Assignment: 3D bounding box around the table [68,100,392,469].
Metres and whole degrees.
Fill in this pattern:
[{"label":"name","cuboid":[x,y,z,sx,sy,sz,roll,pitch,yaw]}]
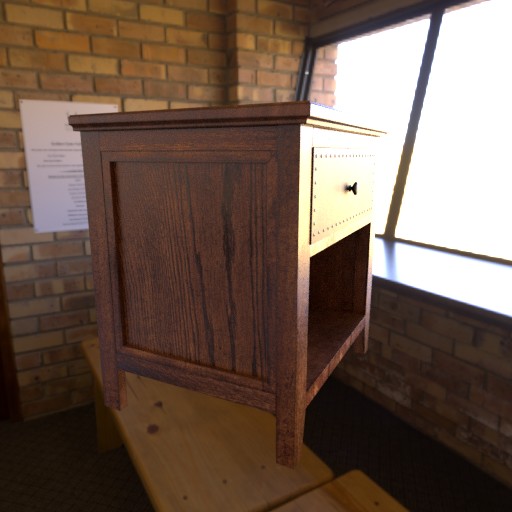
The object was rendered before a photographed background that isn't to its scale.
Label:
[{"label":"table","cuboid":[0.000,0.000,1.016,0.461,0.597,0.586,7,14,26]}]
